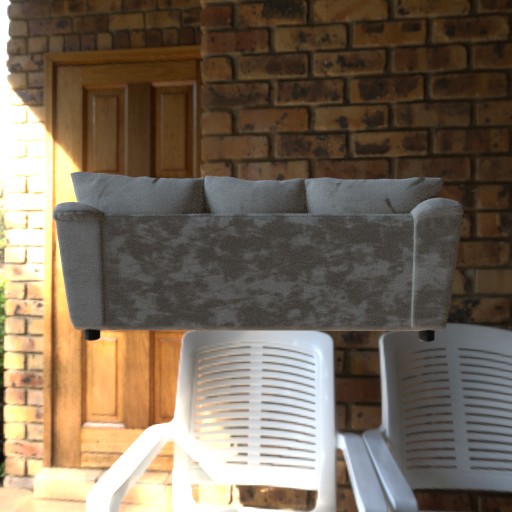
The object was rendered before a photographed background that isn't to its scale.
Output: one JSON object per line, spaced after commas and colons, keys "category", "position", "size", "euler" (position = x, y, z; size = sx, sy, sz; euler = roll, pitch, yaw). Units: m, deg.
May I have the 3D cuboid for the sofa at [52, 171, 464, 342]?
{"category": "sofa", "position": [0.000, 0.000, 2.831], "size": [2.377, 0.981, 0.893], "euler": [0, -1, 1]}
